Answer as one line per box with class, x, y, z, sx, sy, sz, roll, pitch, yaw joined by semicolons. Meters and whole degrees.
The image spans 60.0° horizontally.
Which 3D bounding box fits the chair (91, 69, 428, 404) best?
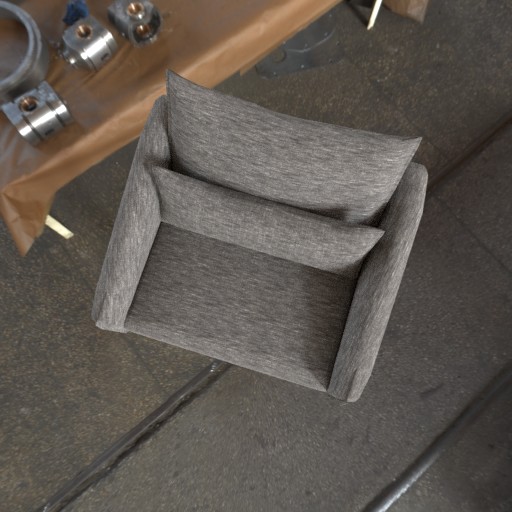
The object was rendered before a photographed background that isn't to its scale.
chair;0.000;0.000;1.592;1.004;0.842;0.805;16;77;4
